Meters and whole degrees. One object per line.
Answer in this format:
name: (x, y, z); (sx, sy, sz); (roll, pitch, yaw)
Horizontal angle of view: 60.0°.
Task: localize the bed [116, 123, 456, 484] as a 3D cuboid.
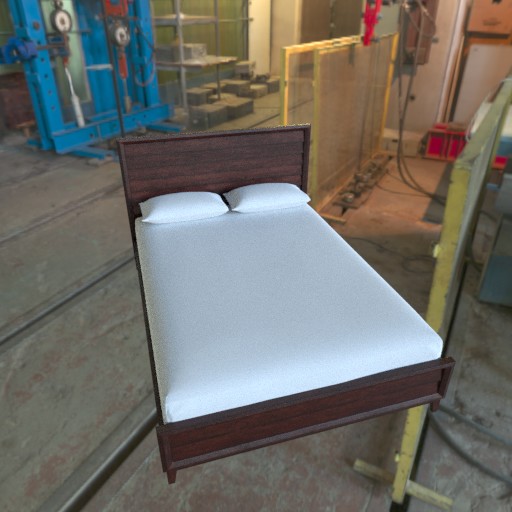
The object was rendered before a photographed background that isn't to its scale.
bed: (0.000, 0.000, 3.839); (2.040, 1.492, 2.803); (-9, 31, -15)
